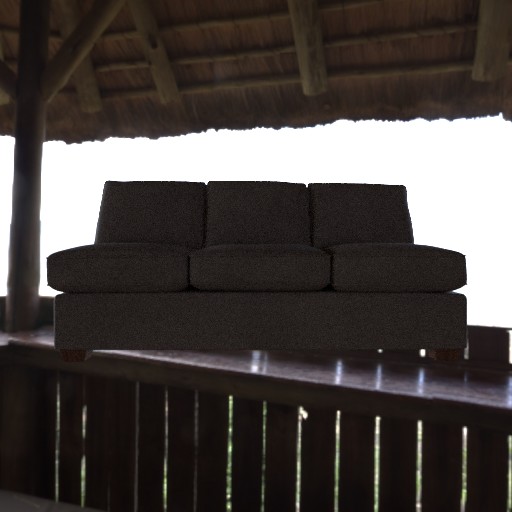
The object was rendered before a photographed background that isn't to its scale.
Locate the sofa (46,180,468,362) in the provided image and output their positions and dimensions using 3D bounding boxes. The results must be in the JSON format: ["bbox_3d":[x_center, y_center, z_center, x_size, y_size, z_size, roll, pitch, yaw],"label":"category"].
[{"bbox_3d":[0.000,0.000,2.503,1.962,0.973,1.027,0,0,0],"label":"sofa"}]
